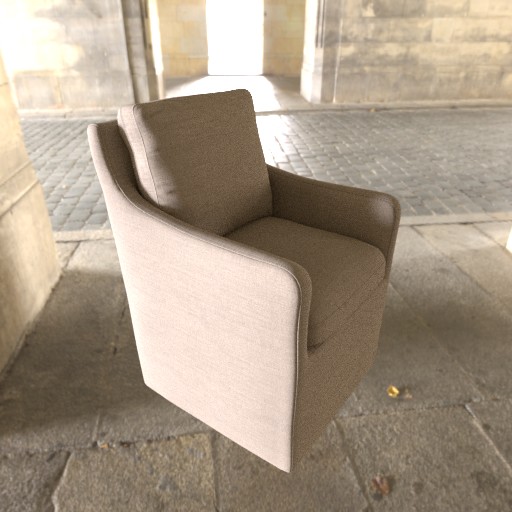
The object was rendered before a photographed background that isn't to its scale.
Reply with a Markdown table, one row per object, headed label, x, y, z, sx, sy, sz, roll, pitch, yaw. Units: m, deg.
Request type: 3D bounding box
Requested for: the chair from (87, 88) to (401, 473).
| label | x | y | z | sx | sy | sz | roll | pitch | yaw |
| --- | --- | --- | --- | --- | --- | --- | --- | --- | --- |
| chair | 0.000 | 0.000 | 1.367 | 0.694 | 0.914 | 0.626 | 19 | 32 | 32 |
